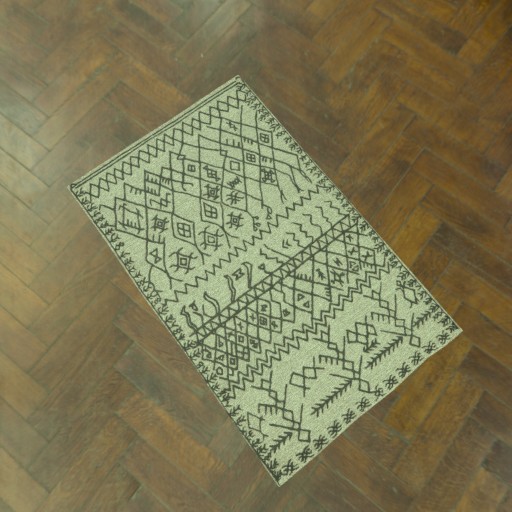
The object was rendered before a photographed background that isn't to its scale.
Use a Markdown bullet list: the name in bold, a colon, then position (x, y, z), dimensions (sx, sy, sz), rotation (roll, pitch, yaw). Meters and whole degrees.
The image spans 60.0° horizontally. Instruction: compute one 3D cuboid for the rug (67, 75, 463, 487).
- **rug**: position (0.000, 0.000, 4.729), dimensions (2.393, 0.019, 3.824), rotation (-36, 78, -9)
